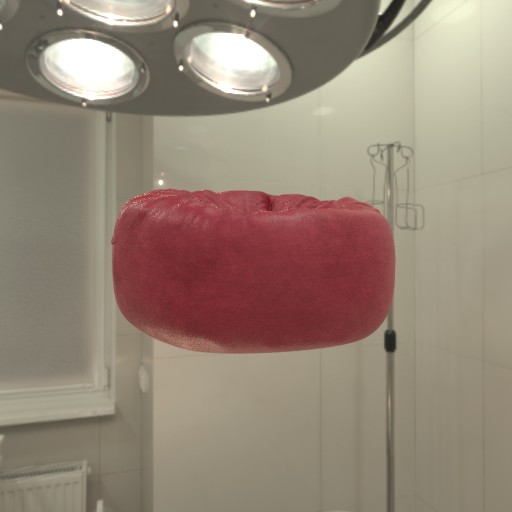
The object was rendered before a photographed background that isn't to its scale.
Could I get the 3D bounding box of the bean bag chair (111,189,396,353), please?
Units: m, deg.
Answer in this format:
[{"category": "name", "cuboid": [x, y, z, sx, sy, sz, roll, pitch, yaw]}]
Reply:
[{"category": "bean bag chair", "cuboid": [0.000, 0.000, 2.444, 1.524, 0.878, 1.524, 0, -1, -17]}]
